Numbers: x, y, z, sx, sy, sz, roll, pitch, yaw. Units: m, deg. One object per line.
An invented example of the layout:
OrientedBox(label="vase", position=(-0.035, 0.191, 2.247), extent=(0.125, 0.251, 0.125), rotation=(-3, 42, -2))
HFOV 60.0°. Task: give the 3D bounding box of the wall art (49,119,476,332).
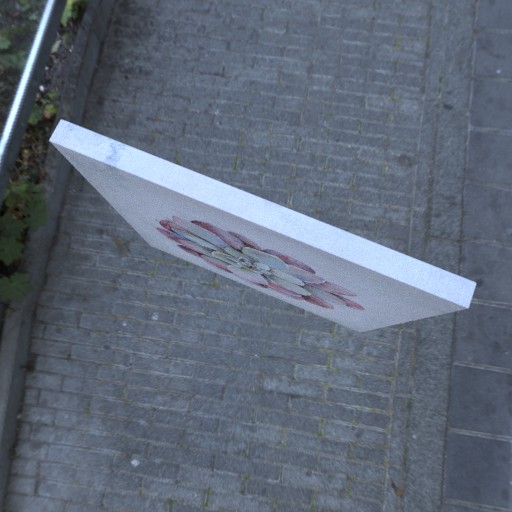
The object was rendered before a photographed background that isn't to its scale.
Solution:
OrientedBox(label="wall art", position=(0.000, 0.000, 0.888), extent=(0.605, 0.605, 0.044), rotation=(22, 78, 5))
